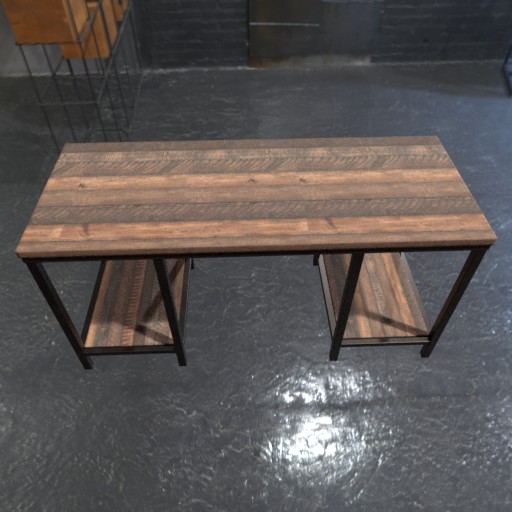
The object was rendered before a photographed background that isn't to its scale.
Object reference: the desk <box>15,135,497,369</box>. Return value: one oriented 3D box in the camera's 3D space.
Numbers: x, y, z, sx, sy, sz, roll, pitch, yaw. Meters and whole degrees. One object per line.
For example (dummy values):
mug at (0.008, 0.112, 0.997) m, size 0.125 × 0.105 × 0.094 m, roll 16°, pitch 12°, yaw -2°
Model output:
desk at (0.000, 0.000, 1.897) m, size 1.538 × 0.753 × 0.617 m, roll -2°, pitch 47°, yaw -2°
